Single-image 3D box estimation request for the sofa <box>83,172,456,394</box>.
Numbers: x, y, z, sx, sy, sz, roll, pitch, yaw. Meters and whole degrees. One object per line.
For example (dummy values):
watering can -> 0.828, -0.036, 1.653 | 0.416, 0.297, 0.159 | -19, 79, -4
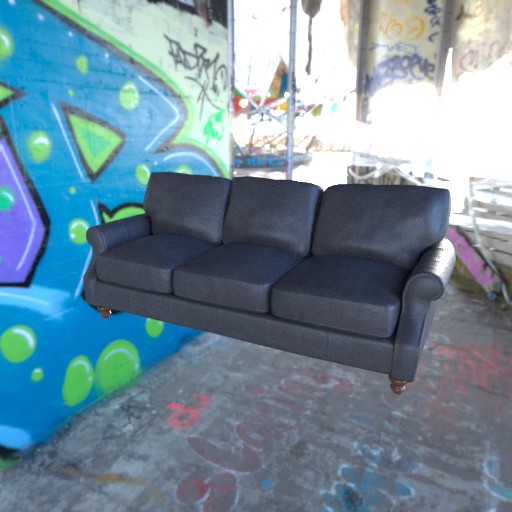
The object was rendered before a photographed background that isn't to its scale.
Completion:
sofa -> 0.000, 0.000, 2.930 | 2.387, 0.977, 0.974 | 8, 18, 26
